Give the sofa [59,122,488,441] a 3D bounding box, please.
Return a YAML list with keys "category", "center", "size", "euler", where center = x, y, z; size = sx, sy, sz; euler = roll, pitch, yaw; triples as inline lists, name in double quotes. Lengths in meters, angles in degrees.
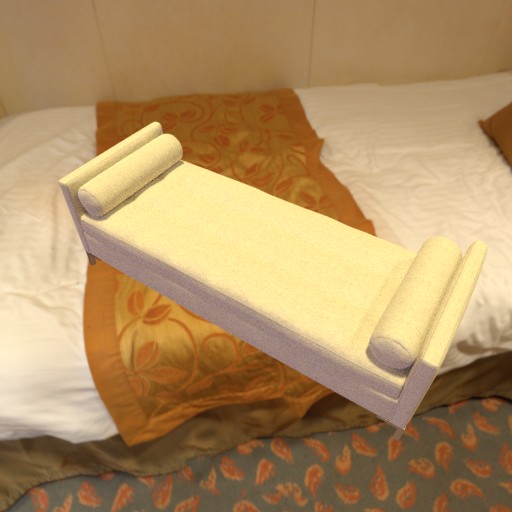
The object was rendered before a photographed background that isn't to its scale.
- category: "sofa"
  center: [0.000, 0.000, 2.447]
  size: [2.102, 0.655, 0.797]
  euler: [25, 51, 23]
